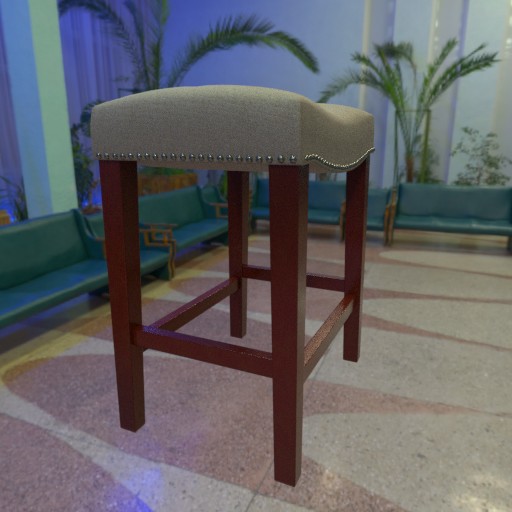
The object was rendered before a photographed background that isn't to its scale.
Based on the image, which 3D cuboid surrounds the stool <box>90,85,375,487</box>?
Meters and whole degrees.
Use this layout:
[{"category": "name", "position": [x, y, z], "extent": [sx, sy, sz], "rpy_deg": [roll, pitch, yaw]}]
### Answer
[{"category": "stool", "position": [0.000, 0.000, 0.932], "extent": [0.375, 0.632, 0.509], "rpy_deg": [7, 17, 24]}]
